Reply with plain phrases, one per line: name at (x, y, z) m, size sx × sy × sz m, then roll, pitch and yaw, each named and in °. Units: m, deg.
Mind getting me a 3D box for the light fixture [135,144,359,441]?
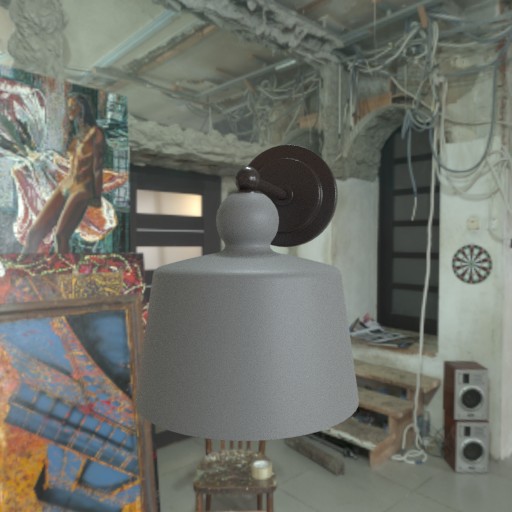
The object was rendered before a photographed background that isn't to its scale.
light fixture at (0.000, 0.000, 0.438) m, size 0.204 × 0.268 × 0.254 m, roll 0°, pitch 1°, yaw 18°
